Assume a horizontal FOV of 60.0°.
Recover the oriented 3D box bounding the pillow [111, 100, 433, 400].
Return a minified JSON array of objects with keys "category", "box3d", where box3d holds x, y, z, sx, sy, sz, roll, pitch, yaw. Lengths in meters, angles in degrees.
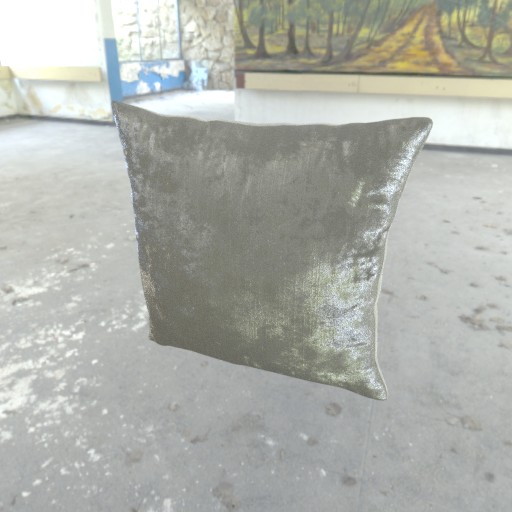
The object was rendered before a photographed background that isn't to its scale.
[{"category":"pillow","box3d":[0.000,0.000,0.718,0.470,0.464,0.175,9,27,18]}]
